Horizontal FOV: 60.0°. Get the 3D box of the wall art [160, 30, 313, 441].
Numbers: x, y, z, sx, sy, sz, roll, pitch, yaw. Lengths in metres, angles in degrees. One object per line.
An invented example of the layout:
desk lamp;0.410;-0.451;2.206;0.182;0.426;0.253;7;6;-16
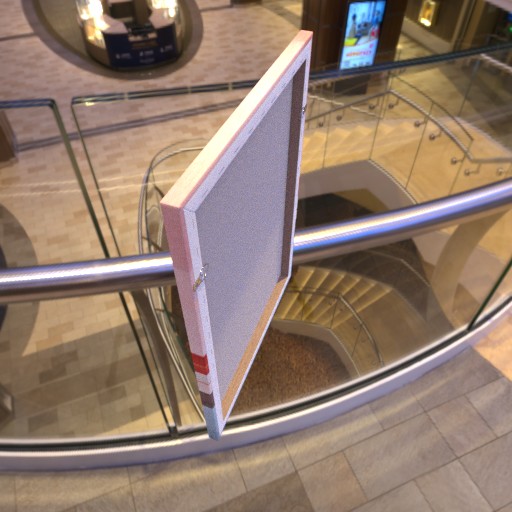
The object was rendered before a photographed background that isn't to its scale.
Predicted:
wall art;0.000;0.000;1.326;0.039;1.016;0.761;16;50;14
